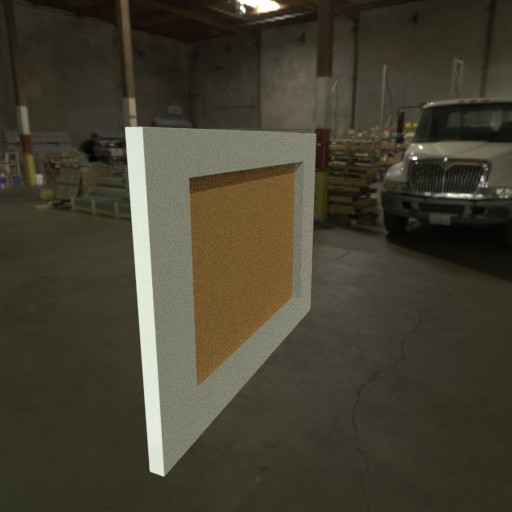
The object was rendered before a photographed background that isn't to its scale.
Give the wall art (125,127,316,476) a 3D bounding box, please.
[{"bbox_3d":[0.000,0.000,1.142,0.033,0.617,0.906,6,16,23],"label":"wall art"}]
